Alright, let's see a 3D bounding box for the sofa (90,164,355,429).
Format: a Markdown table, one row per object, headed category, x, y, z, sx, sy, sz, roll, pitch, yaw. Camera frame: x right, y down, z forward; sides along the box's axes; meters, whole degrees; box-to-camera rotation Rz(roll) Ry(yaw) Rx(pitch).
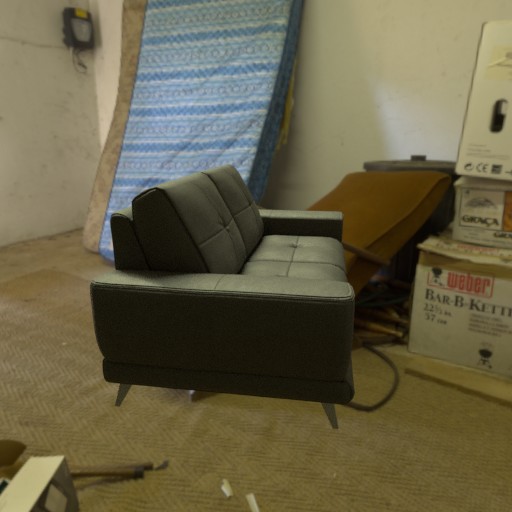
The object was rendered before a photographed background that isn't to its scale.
| category | x | y | z | sx | sy | sz | roll | pitch | yaw |
| --- | --- | --- | --- | --- | --- | --- | --- | --- | --- |
| sofa | 0.000 | 0.000 | 2.448 | 1.018 | 0.907 | 1.806 | 3 | 16 | 9 |
